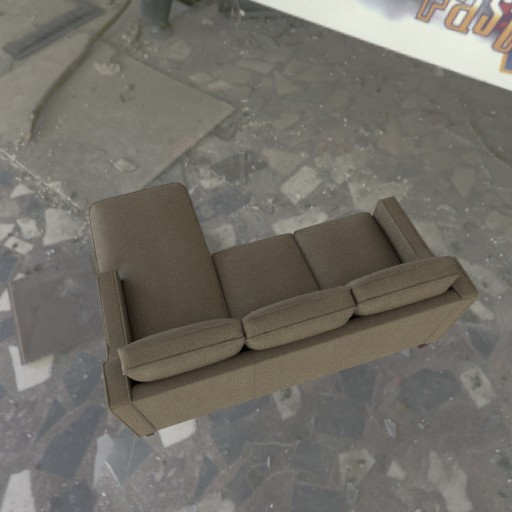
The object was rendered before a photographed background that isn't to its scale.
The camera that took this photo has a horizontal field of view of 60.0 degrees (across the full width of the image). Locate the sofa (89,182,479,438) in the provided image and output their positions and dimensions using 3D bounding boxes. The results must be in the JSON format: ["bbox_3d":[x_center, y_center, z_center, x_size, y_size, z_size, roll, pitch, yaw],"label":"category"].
[{"bbox_3d":[0.000,0.000,3.317,2.317,1.081,1.858,-15,58,-10],"label":"sofa"}]
